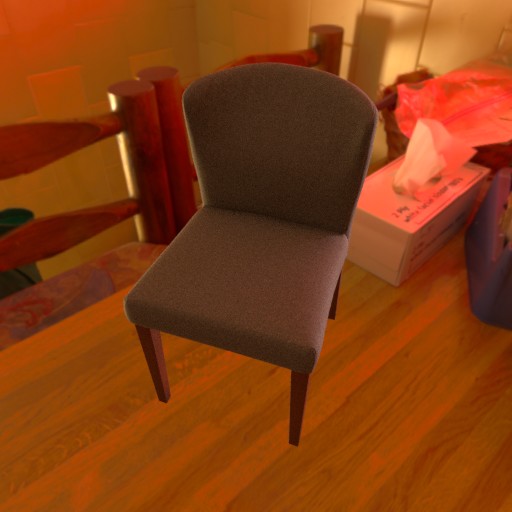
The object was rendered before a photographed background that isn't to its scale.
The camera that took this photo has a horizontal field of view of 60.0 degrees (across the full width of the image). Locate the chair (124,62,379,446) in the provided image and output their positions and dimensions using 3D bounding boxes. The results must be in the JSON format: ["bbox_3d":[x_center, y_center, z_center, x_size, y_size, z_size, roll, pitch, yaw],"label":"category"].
[{"bbox_3d":[0.000,0.000,1.205,0.491,0.839,0.592,13,42,14],"label":"chair"}]
